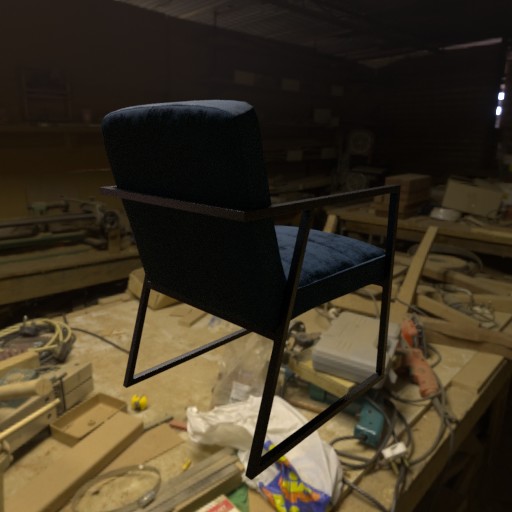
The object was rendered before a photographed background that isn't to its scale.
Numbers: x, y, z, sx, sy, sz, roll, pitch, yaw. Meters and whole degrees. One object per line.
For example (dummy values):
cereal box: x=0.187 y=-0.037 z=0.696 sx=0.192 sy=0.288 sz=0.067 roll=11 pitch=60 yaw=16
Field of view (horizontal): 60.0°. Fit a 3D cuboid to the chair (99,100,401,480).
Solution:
chair: x=0.000 y=0.000 z=1.307 sx=0.571 sy=0.833 sz=0.677 roll=15 pitch=21 yaw=42
